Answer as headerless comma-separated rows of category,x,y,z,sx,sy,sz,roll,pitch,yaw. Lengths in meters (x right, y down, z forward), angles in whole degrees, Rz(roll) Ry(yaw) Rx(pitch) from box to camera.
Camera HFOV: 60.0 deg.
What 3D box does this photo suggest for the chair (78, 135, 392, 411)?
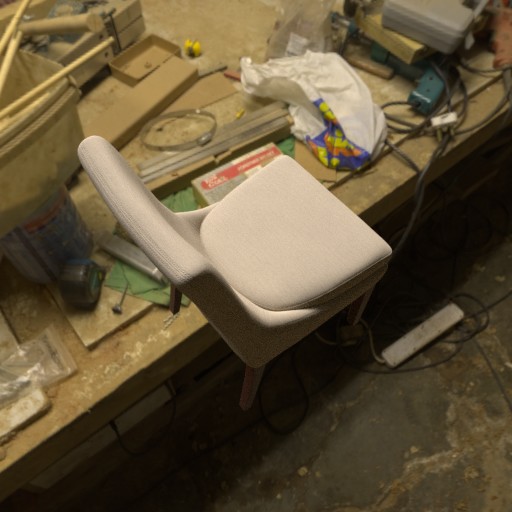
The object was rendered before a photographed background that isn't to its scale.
chair,0.000,0.000,1.286,0.638,0.940,0.515,-33,64,-19
